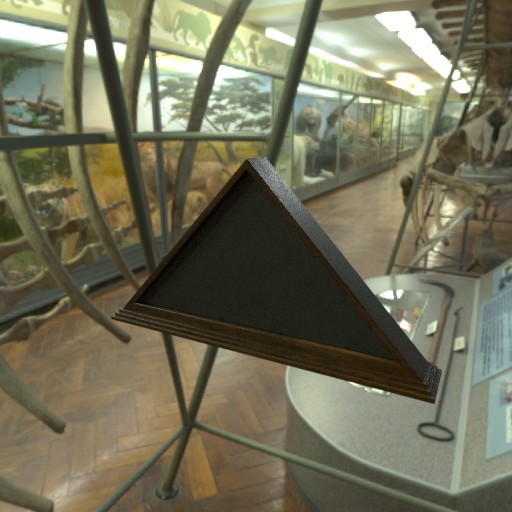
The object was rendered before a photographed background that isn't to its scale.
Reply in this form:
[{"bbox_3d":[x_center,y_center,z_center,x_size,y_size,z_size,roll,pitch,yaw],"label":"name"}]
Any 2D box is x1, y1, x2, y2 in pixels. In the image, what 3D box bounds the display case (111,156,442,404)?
[{"bbox_3d":[0.000,0.000,0.783,0.640,0.340,0.095,8,18,26],"label":"display case"}]
